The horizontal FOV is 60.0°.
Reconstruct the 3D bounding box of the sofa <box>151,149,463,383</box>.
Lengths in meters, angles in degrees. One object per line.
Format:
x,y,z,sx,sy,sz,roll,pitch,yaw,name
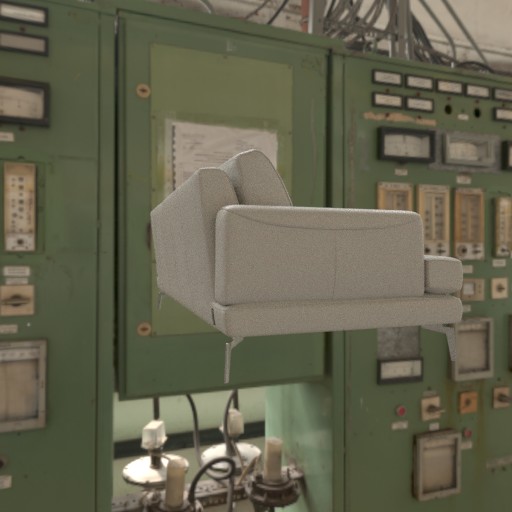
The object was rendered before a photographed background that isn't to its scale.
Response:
0.000,0.000,2.377,0.974,0.765,1.940,0,1,-19,sofa
